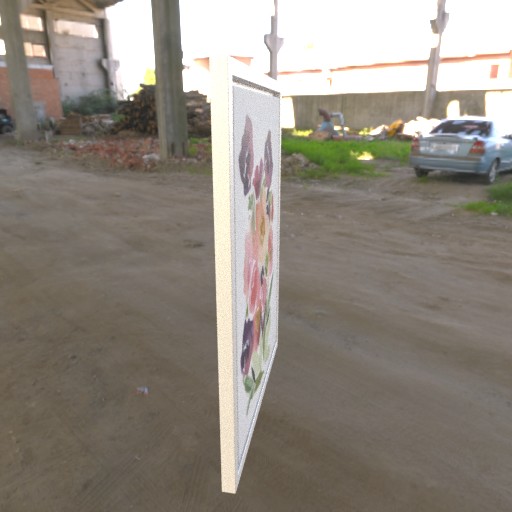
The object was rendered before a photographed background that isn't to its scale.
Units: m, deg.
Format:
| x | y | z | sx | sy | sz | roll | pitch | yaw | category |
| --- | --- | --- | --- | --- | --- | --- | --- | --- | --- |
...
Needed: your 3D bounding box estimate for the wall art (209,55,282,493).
| x | y | z | sx | sy | sz | roll | pitch | yaw | category |
| --- | --- | --- | --- | --- | --- | --- | --- | --- | --- |
| 0.000 | 0.000 | 1.384 | 0.042 | 1.056 | 0.805 | 3 | 18 | 10 | wall art |
